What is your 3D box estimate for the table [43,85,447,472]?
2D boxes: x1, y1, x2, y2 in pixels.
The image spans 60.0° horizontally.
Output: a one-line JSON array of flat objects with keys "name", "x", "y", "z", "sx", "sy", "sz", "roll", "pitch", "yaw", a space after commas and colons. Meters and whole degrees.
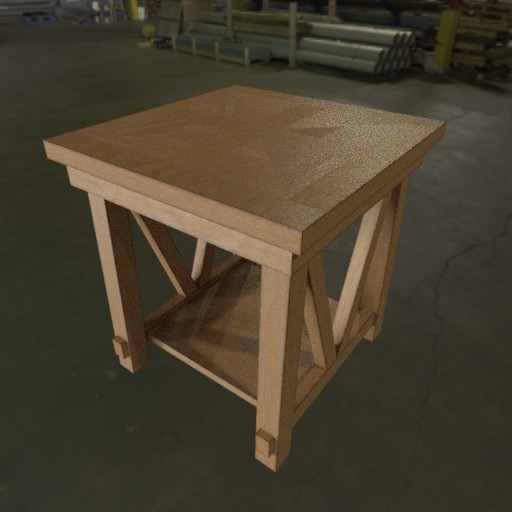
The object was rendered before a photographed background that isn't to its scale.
[{"name": "table", "x": 0.000, "y": 0.000, "z": 1.115, "sx": 0.610, "sy": 0.638, "sz": 0.612, "roll": 22, "pitch": 39, "yaw": 30}]
